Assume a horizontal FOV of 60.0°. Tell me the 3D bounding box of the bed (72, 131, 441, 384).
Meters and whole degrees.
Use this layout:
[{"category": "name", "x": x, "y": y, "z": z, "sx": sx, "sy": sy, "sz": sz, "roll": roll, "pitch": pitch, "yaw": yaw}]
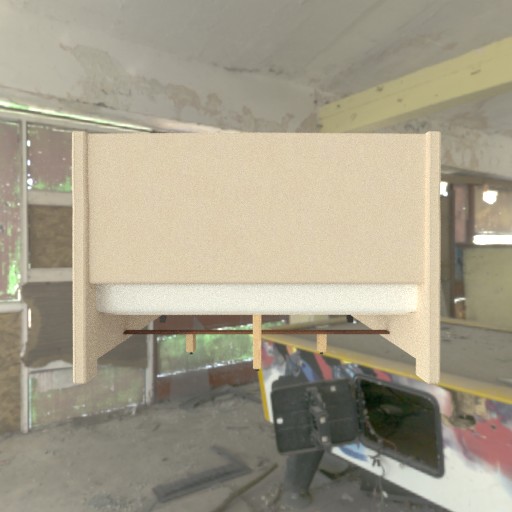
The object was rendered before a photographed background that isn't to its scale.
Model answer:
[{"category": "bed", "x": 0.000, "y": 0.000, "z": 3.711, "sx": 2.145, "sy": 1.471, "sz": 2.293, "roll": 0, "pitch": 1, "yaw": 0}]
